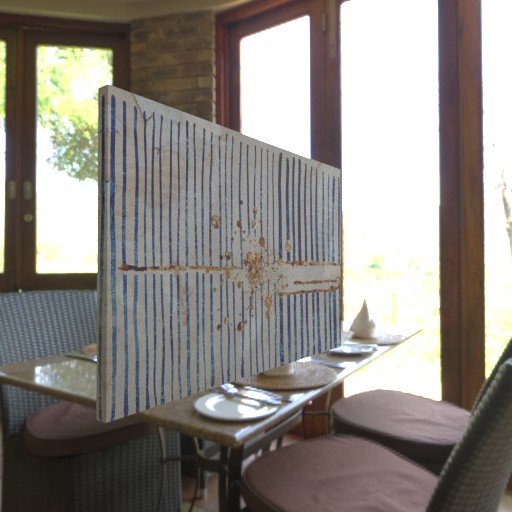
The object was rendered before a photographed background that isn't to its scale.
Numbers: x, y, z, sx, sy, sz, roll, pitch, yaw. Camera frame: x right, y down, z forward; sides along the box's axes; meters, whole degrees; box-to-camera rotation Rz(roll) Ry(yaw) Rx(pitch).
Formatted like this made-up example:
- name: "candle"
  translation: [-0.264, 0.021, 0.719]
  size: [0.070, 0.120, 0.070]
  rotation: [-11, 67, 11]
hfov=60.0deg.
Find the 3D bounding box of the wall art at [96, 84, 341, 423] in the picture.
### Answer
- name: "wall art"
  translation: [0.000, 0.000, 1.453]
  size: [0.038, 0.757, 1.143]
  rotation: [-1, -1, 37]
